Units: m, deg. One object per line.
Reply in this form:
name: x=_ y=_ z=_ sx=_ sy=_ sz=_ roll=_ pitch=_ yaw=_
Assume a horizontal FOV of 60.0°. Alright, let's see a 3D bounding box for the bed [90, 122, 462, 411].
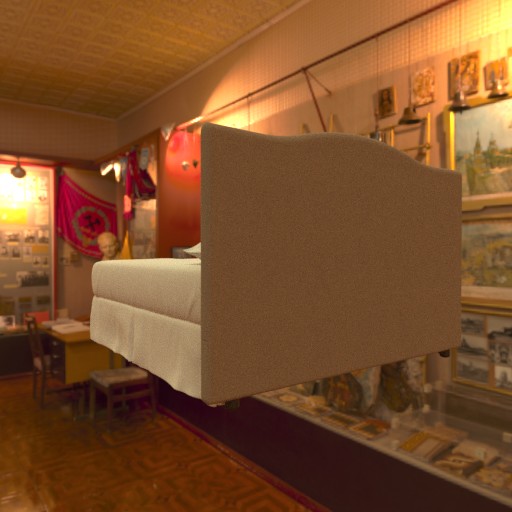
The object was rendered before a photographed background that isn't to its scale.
bed: x=0.000 y=0.000 z=3.446 sx=2.083 sy=1.421 sz=2.182 roll=0 pitch=1 yaw=-36
